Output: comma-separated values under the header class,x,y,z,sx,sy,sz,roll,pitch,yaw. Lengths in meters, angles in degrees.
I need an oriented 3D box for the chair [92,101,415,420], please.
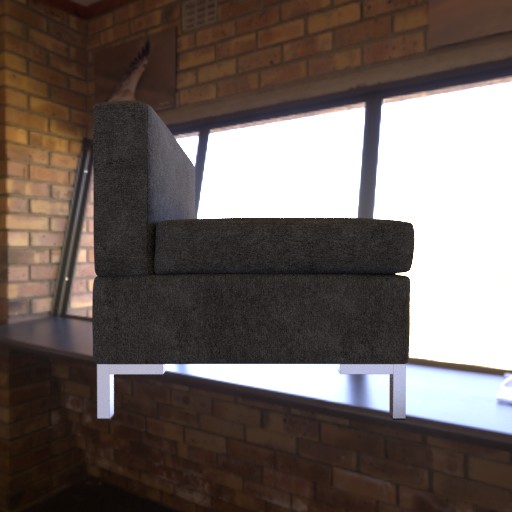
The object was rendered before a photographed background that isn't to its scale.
class,x,y,z,sx,sy,sz,roll,pitch,yaw
chair,0.000,0.000,1.215,0.680,0.660,0.680,0,1,0
